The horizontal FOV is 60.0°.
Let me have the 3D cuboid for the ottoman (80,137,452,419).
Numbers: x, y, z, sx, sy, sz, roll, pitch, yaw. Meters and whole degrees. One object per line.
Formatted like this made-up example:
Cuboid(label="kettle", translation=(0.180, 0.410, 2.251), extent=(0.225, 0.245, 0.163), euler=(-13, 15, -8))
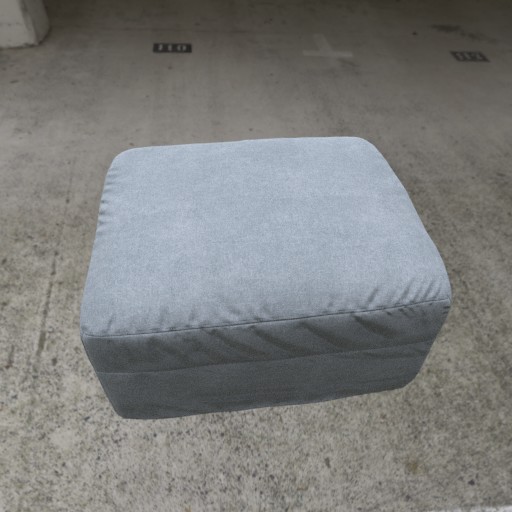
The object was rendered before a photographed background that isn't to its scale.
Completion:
Cuboid(label="ottoman", translation=(0.000, 0.000, 1.236), extent=(0.837, 0.481, 0.683), euler=(-4, 46, -4))
